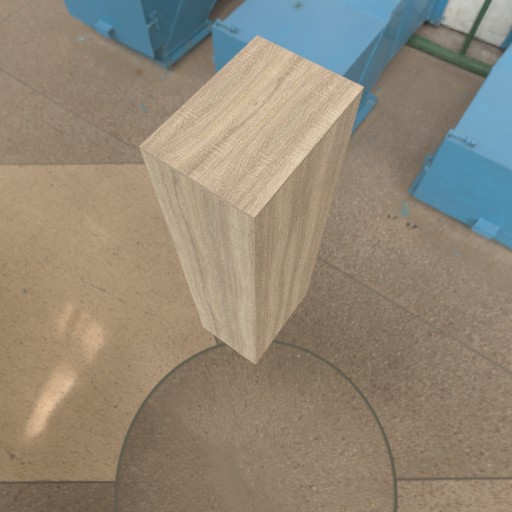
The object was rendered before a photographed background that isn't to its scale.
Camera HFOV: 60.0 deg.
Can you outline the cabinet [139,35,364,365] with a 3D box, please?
[{"bbox_3d":[0.000,0.000,2.125,0.400,1.850,0.570,33,68,15],"label":"cabinet"}]
